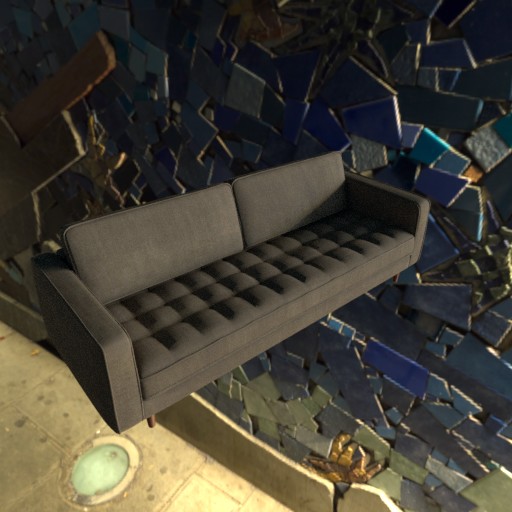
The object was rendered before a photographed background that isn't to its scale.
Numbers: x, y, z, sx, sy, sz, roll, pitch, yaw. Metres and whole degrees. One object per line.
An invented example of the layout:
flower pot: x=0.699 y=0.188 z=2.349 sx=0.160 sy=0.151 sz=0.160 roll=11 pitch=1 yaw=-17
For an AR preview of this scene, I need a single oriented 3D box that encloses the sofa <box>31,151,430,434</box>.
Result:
sofa: x=0.000 y=0.000 z=2.646 sx=2.295 sy=0.813 sz=0.923 roll=-23 pitch=37 yaw=-34
